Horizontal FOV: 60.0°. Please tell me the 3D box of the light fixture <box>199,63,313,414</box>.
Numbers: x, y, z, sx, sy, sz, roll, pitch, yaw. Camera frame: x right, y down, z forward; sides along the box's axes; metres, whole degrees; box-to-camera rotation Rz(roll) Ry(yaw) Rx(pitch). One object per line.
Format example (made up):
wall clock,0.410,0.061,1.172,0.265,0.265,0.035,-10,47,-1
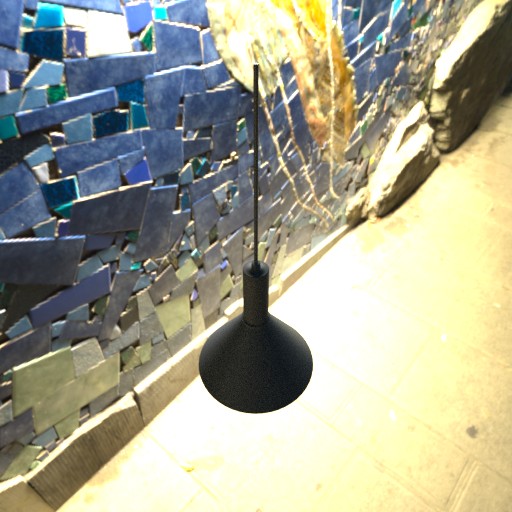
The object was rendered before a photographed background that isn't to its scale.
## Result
light fixture,0.000,0.000,0.813,0.267,0.683,0.267,-26,48,-25
